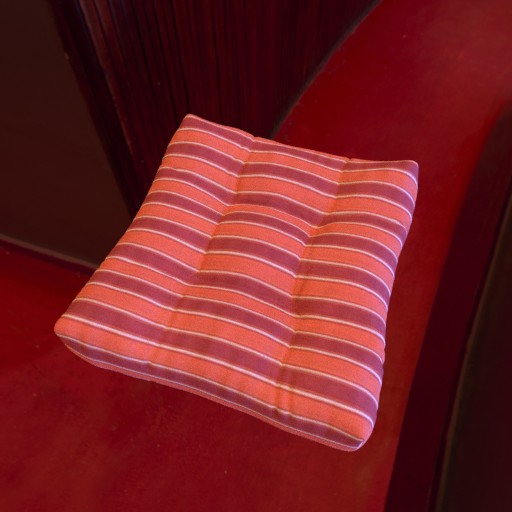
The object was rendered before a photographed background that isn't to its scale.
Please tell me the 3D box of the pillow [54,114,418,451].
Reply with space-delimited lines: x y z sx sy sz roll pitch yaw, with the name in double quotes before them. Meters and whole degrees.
"pillow" 0.000 0.000 0.732 0.468 0.133 0.490 16 59 10
